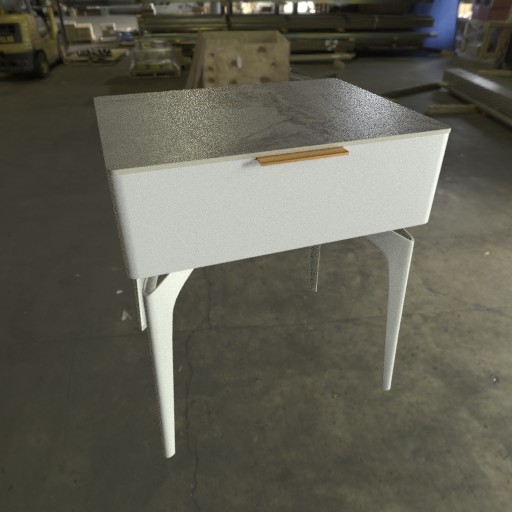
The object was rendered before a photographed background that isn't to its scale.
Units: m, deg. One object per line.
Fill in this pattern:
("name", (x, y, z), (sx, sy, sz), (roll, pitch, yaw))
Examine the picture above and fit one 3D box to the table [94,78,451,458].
("table", (0.000, 0.000, 0.889), (0.500, 0.570, 0.400), (-11, 35, -16))
